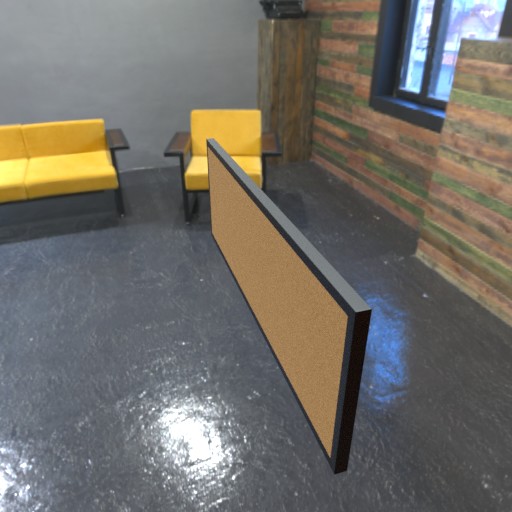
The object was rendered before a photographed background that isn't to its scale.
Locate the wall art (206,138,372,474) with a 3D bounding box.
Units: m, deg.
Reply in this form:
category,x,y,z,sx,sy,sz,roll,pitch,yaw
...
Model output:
category,x,y,z,sx,sy,sz,roll,pitch,yaw
wall art,0.000,0.000,1.759,0.041,0.554,1.572,-9,30,-15
